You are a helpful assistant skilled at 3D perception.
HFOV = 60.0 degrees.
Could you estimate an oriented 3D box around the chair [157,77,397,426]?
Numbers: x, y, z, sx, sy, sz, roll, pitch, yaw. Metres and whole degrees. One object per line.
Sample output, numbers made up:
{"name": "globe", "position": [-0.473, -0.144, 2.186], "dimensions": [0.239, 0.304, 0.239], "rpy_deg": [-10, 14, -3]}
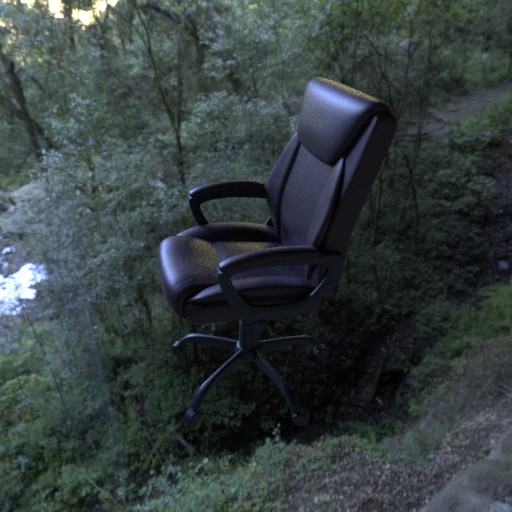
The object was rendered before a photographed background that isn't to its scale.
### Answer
{"name": "chair", "position": [0.000, 0.000, 1.508], "dimensions": [0.655, 1.072, 0.615], "rpy_deg": [-8, 32, -14]}
